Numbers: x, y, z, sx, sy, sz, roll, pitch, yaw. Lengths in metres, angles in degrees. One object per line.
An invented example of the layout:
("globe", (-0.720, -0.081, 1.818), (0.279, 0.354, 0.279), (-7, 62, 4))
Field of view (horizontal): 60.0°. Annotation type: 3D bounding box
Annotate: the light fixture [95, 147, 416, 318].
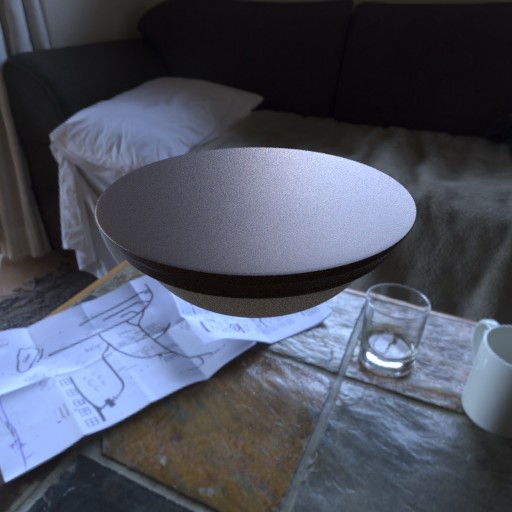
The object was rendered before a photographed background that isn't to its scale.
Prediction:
("light fixture", (0.000, 0.000, 0.438), (0.280, 0.135, 0.280), (0, 30, 0))
